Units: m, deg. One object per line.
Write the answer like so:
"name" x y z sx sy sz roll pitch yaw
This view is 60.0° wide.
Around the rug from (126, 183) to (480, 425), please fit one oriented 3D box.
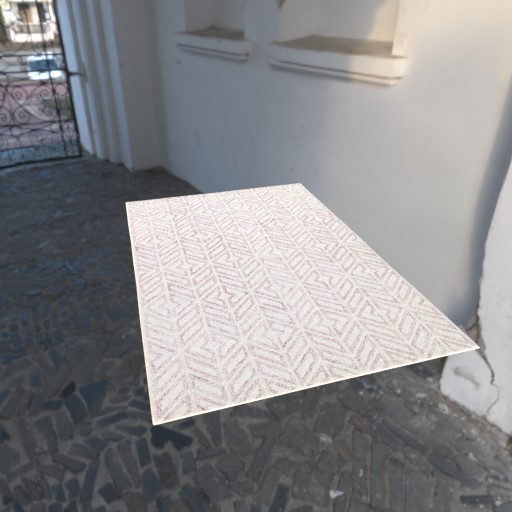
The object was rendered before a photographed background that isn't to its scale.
"rug" 0.000 0.000 2.285 1.220 0.007 1.828 -9 31 -15
